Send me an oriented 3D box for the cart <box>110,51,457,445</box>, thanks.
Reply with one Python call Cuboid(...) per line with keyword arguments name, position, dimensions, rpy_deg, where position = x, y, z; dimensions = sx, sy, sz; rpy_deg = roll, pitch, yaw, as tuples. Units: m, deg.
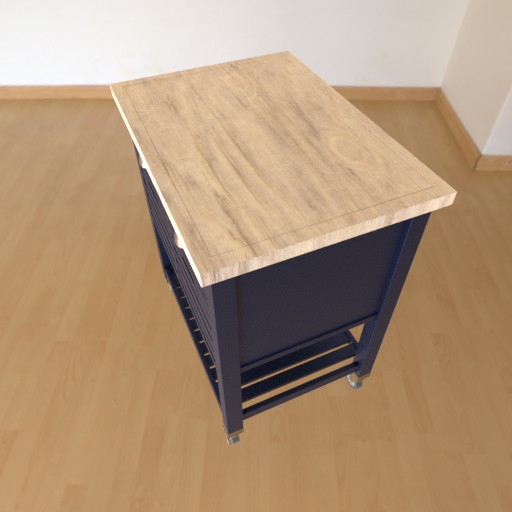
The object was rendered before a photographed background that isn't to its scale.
Cuboid(name="cart", position=(0.000, 0.000, 1.431), dimensions=(0.567, 0.920, 0.797), rpy_deg=(-18, 49, -16))
